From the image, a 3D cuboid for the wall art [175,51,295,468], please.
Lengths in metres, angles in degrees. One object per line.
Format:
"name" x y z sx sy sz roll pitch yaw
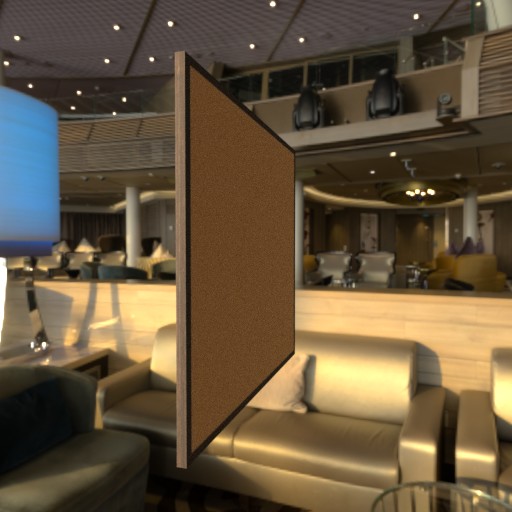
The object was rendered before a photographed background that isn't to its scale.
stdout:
"wall art" 0.000 0.000 1.423 0.023 0.875 1.033 0 2 18
